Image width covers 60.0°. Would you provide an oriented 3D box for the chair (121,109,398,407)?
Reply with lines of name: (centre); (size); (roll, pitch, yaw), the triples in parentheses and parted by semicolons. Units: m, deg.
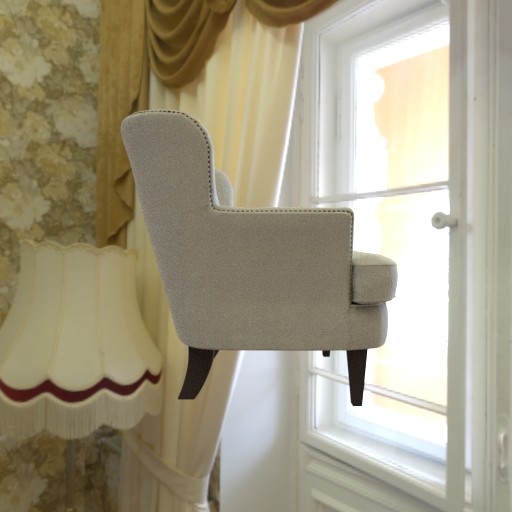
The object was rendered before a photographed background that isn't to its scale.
chair: (0.000, 0.000, 1.603); (0.906, 0.868, 0.848); (0, 0, 1)
